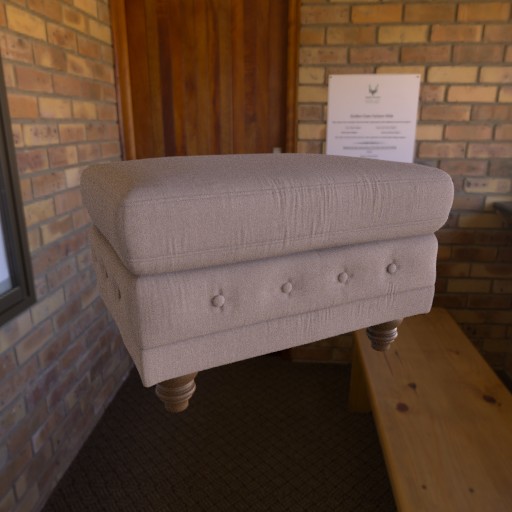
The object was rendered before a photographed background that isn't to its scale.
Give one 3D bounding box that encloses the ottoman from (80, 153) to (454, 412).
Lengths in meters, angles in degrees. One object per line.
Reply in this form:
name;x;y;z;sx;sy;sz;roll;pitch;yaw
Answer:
ottoman;0.000;0.000;1.138;0.771;0.500;0.569;-8;18;-26
